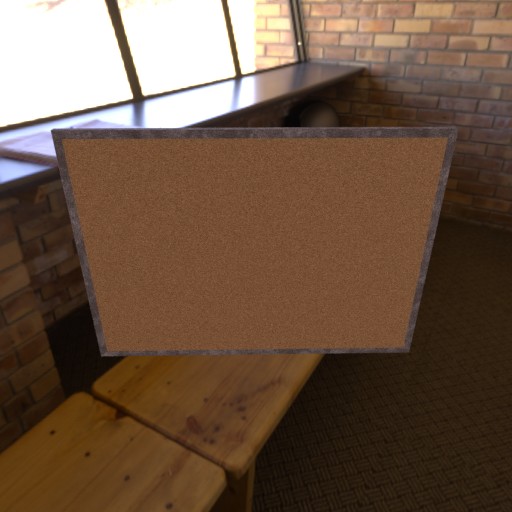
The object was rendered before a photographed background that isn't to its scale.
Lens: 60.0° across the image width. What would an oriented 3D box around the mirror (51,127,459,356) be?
[{"bbox_3d":[0.000,0.000,1.400,1.101,0.795,0.022,-1,29,-1],"label":"mirror"}]
